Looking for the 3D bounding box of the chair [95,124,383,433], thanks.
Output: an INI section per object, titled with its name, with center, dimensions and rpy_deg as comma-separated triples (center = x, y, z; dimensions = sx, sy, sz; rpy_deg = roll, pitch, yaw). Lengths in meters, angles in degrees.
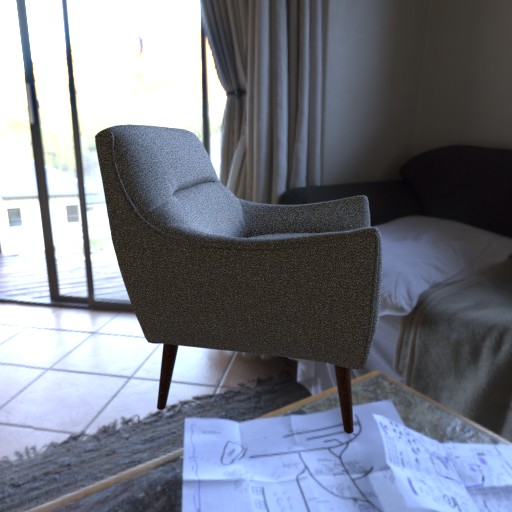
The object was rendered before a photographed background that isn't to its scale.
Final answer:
[chair]
center = 0.000, 0.000, 1.483
dimensions = 0.787, 0.838, 0.762
rpy_deg = 3, 14, 11
